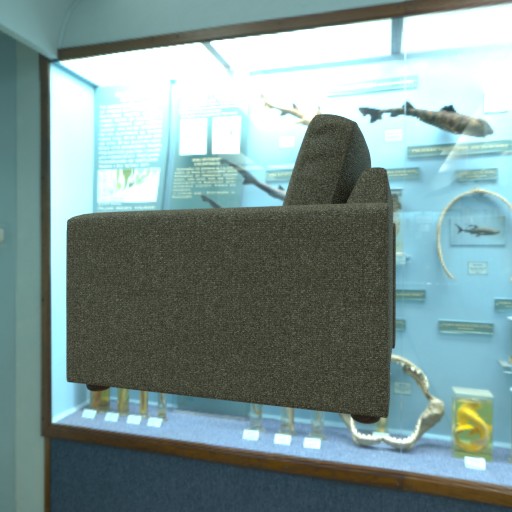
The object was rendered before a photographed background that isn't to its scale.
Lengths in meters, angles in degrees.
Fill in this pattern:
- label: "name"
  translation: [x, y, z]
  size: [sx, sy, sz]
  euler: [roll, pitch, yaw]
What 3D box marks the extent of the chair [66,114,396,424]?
- label: "chair"
  translation: [0.000, 0.000, 1.714]
  size: [1.016, 0.873, 1.005]
  euler: [0, 1, 18]
